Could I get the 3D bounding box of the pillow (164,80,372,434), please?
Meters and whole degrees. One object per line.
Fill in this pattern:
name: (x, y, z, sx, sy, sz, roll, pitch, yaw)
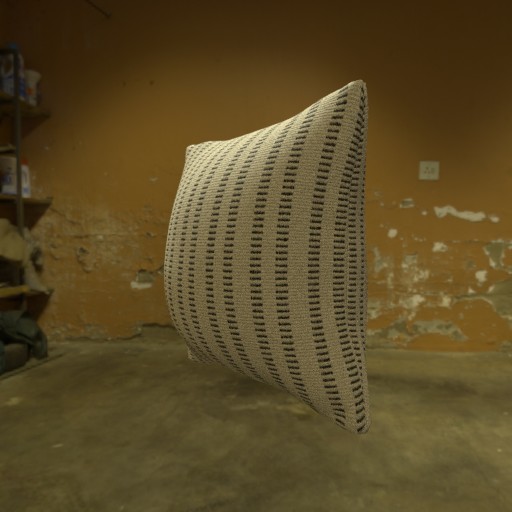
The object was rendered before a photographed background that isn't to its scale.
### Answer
pillow: (0.000, 0.000, 0.691, 0.247, 0.419, 0.438, -1, 2, -36)
